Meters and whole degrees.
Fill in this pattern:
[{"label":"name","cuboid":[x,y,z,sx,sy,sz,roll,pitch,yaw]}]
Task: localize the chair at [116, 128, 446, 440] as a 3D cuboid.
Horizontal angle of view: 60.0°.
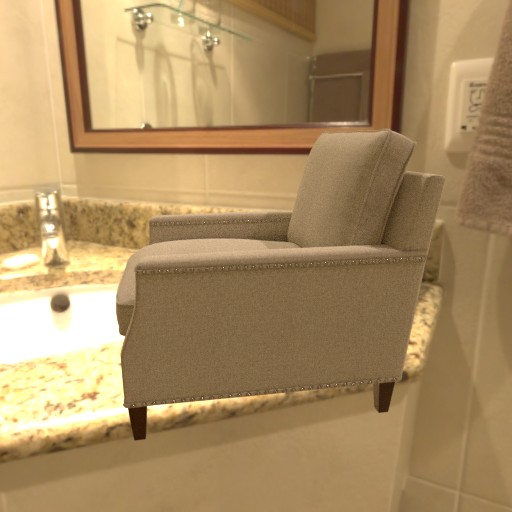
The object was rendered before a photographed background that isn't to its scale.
[{"label":"chair","cuboid":[0.000,0.000,1.721,1.014,0.943,0.853,-3,15,-10]}]
